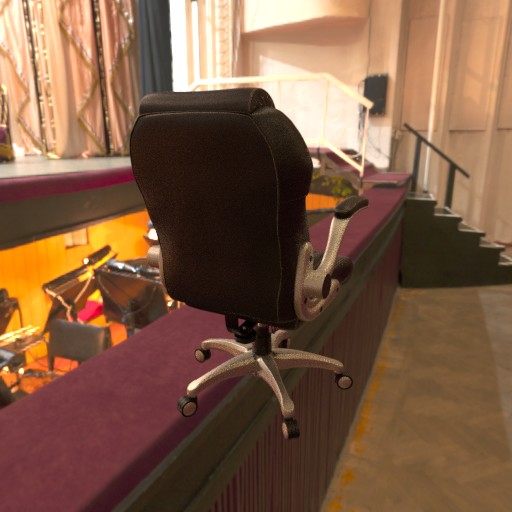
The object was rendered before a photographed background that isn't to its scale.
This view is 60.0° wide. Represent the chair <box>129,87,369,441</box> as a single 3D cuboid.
[{"bbox_3d":[0.000,0.000,1.688,0.724,1.141,0.801,9,18,28],"label":"chair"}]
